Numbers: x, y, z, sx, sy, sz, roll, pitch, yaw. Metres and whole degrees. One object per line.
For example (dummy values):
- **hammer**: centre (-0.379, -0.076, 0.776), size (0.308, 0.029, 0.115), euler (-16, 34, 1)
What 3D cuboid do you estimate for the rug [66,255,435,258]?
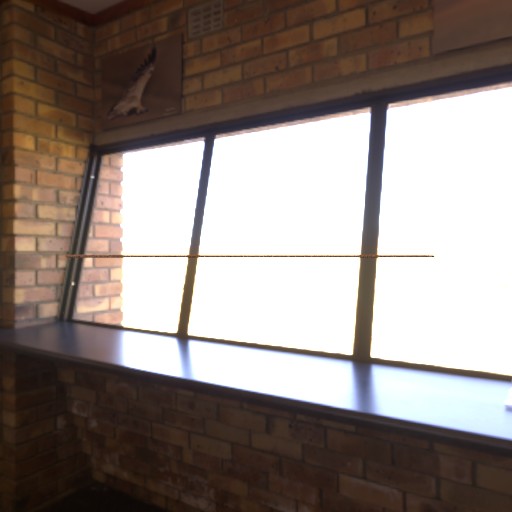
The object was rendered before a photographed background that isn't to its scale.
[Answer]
- **rug**: centre (0.000, 0.000, 2.879), size (1.566, 0.013, 2.141), euler (0, 0, 1)
